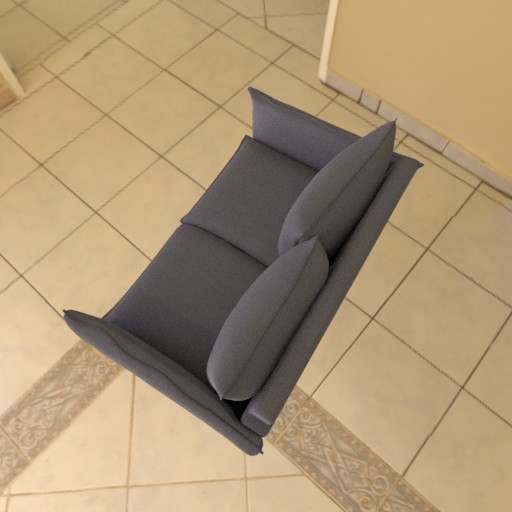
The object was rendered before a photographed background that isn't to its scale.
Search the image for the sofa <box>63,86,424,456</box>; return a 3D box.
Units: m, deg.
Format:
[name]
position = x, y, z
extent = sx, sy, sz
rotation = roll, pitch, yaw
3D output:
[sofa]
position = 0.000, 0.000, 1.823
extent = 0.820, 0.840, 1.300
rotation = 29, 69, 13
